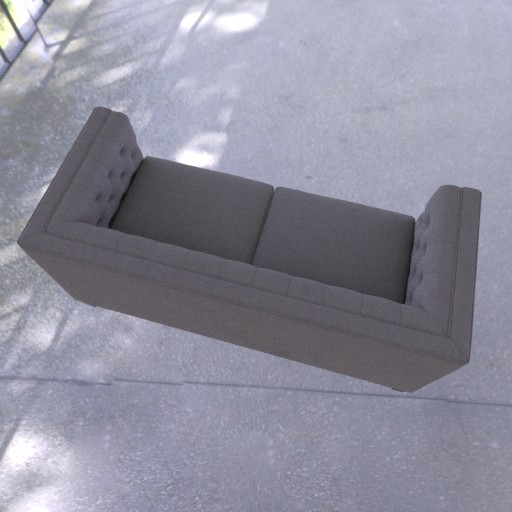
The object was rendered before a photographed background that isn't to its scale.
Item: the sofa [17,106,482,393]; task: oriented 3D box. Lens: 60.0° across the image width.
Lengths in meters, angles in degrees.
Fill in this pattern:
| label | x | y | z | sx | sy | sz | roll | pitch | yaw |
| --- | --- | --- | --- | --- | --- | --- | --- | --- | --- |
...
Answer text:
| label | x | y | z | sx | sy | sz | roll | pitch | yaw |
| --- | --- | --- | --- | --- | --- | --- | --- | --- | --- |
| sofa | 0.000 | 0.000 | 2.155 | 1.778 | 0.762 | 0.775 | 14 | 65 | 7 |
